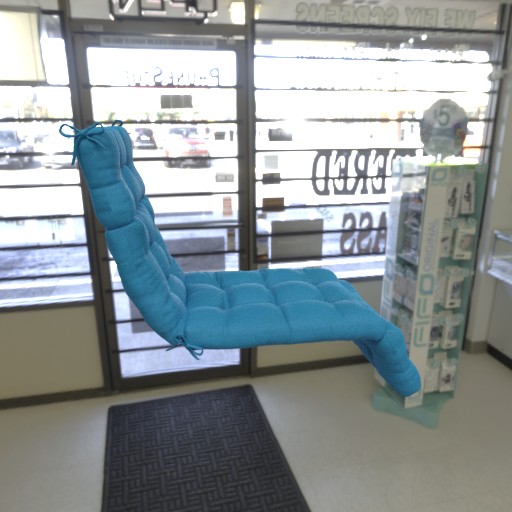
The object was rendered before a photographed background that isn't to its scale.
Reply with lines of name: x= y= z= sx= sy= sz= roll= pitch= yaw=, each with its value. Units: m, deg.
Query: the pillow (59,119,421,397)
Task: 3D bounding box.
pillow: x=0.000 y=0.000 z=1.457 sx=1.016 sy=0.863 sz=0.526 roll=-3 pitch=17 yaw=-9
